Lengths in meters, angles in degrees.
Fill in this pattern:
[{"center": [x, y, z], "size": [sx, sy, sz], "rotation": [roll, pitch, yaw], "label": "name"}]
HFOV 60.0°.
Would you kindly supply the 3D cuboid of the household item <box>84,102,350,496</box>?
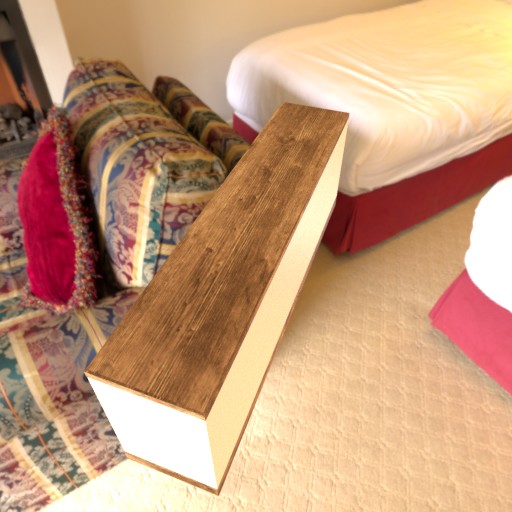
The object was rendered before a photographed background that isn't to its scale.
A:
[{"center": [0.000, 0.000, 2.016], "size": [0.390, 0.615, 1.800], "rotation": [15, 46, 15], "label": "household item"}]
